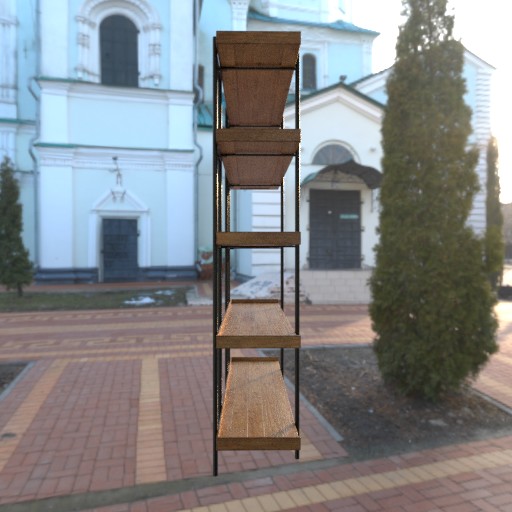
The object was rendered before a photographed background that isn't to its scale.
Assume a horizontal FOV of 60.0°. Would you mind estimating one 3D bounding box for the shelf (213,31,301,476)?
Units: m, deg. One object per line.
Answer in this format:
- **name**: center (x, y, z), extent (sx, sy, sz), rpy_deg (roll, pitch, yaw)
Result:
- **shelf**: center (0.000, 0.000, 2.456), extent (0.379, 1.826, 1.371), rpy_deg (0, 1, -1)
